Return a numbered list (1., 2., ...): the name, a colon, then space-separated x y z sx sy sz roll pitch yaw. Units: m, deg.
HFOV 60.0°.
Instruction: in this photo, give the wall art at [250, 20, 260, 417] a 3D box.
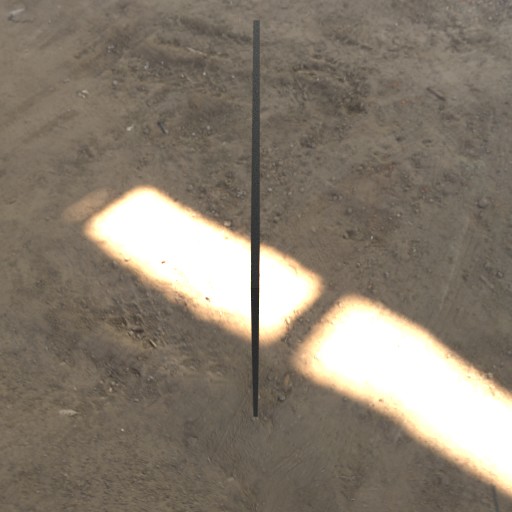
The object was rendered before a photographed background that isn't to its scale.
1. wall art: 0.000 0.000 0.691 0.008 0.530 0.379 0 59 0
